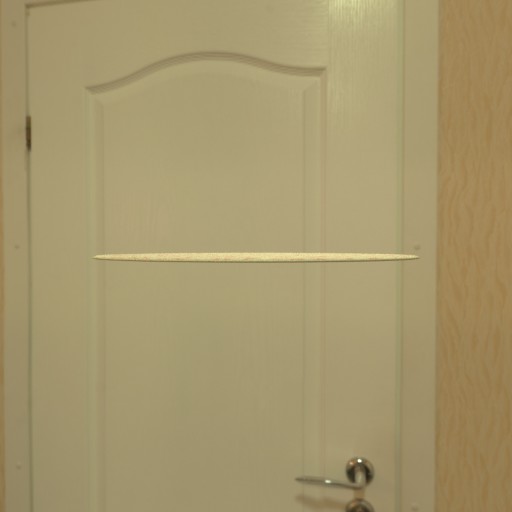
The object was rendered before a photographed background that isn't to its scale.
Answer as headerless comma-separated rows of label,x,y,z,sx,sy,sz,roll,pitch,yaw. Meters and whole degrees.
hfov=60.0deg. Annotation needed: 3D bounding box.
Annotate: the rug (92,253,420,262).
rug,0.000,0.000,2.299,1.593,0.012,1.593,0,1,0
